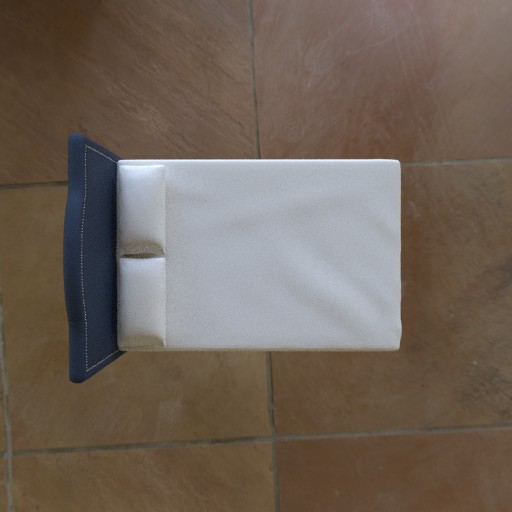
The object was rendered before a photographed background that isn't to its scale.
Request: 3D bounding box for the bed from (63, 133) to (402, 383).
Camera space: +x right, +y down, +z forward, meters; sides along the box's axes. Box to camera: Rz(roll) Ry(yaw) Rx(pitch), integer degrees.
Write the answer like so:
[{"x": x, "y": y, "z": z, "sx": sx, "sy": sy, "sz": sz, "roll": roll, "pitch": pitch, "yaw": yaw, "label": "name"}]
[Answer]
[{"x": 0.000, "y": 0.000, "z": 3.583, "sx": 2.507, "sy": 1.441, "sz": 1.741, "roll": 0, "pitch": 91, "yaw": 0, "label": "bed"}]
